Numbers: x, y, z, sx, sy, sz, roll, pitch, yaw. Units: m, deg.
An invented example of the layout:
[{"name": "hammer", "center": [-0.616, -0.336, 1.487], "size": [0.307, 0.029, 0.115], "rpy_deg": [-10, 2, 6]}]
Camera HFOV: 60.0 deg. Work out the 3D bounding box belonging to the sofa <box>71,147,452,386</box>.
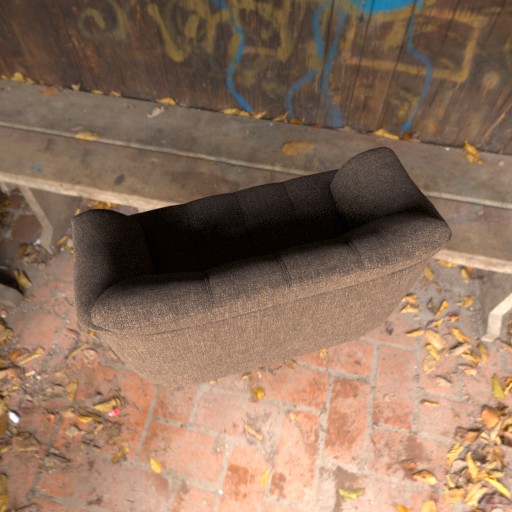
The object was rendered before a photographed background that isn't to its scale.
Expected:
[{"name": "sofa", "center": [0.000, 0.000, 1.920], "size": [1.404, 0.895, 0.799], "rpy_deg": [-14, 60, -8]}]
